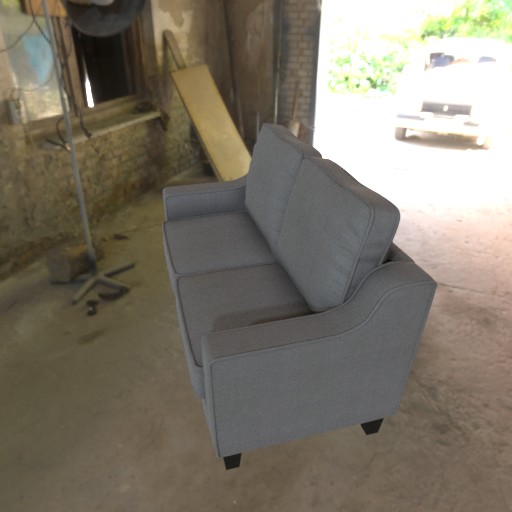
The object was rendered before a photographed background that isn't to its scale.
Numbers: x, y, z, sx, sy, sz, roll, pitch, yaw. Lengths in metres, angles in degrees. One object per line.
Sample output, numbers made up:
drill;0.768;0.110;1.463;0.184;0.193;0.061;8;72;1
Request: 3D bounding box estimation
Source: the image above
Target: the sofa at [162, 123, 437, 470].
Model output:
sofa;0.000;0.000;2.063;0.791;0.948;1.500;-8;30;-13
